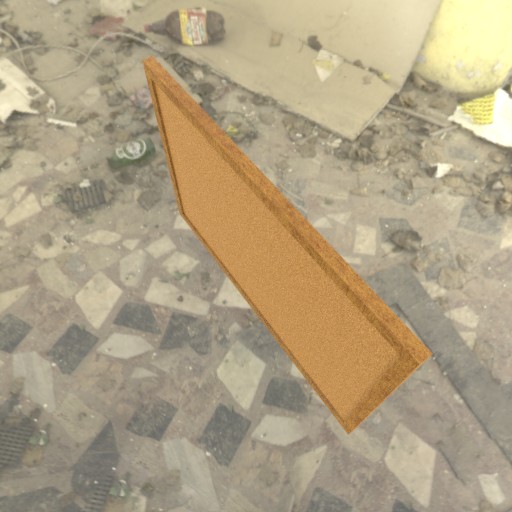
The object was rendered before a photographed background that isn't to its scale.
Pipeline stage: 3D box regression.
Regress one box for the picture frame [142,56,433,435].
[{"bbox_3d":[0.000,0.000,1.151,0.029,0.621,0.922,-31,64,-17],"label":"picture frame"}]
